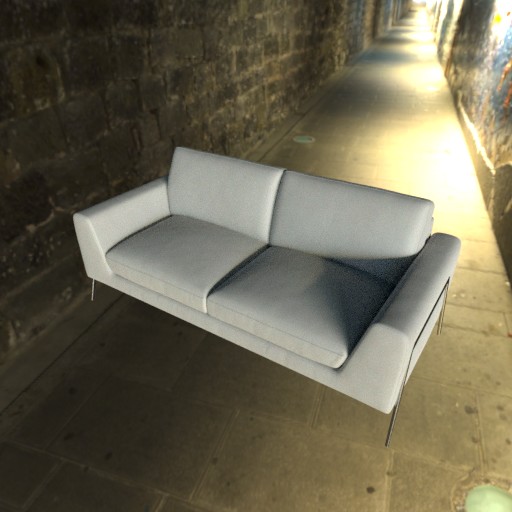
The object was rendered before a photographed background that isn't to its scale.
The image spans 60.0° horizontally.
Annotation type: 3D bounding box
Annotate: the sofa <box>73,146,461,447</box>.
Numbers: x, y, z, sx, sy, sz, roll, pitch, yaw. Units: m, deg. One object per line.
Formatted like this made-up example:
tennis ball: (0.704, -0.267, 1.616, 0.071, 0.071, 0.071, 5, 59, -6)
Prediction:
sofa: (0.000, 0.000, 2.560, 2.017, 0.875, 0.953, 19, 35, 28)
